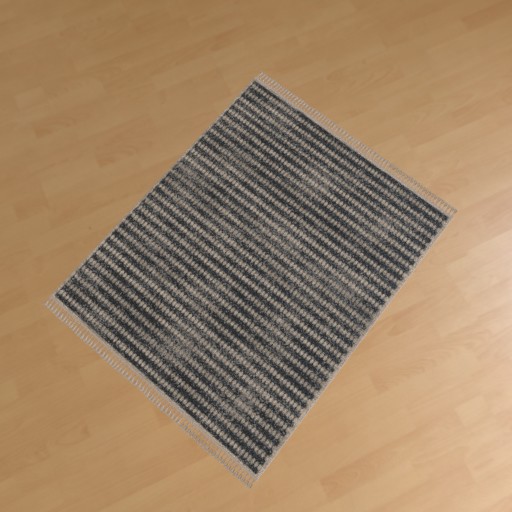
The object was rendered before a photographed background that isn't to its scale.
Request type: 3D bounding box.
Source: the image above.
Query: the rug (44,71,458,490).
[{"bbox_3d":[0.000,0.000,3.820,2.256,0.013,2.910,38,79,9],"label":"rug"}]
